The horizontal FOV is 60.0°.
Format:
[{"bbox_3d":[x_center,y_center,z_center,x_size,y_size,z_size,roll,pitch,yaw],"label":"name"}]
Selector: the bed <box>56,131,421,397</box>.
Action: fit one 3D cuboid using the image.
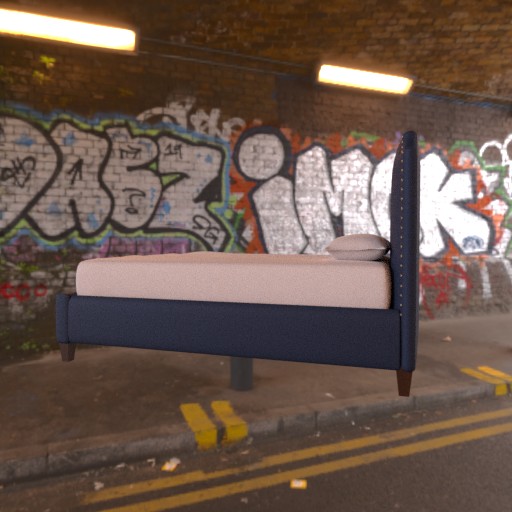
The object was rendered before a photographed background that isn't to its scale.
[{"bbox_3d":[0.000,0.000,3.472,2.372,1.443,1.712,1,2,18],"label":"bed"}]
